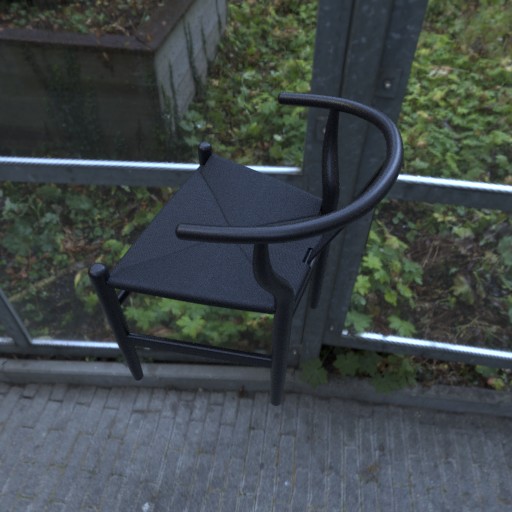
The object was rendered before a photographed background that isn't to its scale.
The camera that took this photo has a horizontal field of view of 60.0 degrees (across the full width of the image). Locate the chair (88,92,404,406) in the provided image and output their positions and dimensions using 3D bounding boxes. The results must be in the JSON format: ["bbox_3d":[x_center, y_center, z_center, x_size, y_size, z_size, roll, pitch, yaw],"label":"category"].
[{"bbox_3d":[0.000,0.000,1.146,0.579,0.730,0.569,16,49,15],"label":"chair"}]
